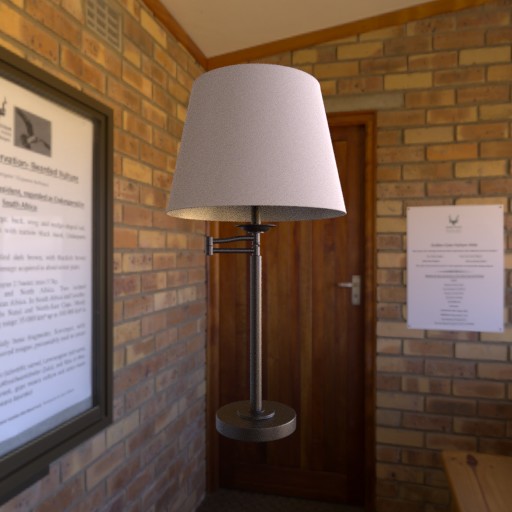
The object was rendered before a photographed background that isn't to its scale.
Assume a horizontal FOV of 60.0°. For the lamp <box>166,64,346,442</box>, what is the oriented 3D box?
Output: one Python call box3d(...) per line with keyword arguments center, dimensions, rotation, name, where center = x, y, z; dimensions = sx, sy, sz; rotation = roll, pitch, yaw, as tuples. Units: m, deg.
box3d(center=(0.000, 0.000, 0.909), dimensions=(0.363, 0.696, 0.363), rotation=(0, 0, 0), name="lamp")
